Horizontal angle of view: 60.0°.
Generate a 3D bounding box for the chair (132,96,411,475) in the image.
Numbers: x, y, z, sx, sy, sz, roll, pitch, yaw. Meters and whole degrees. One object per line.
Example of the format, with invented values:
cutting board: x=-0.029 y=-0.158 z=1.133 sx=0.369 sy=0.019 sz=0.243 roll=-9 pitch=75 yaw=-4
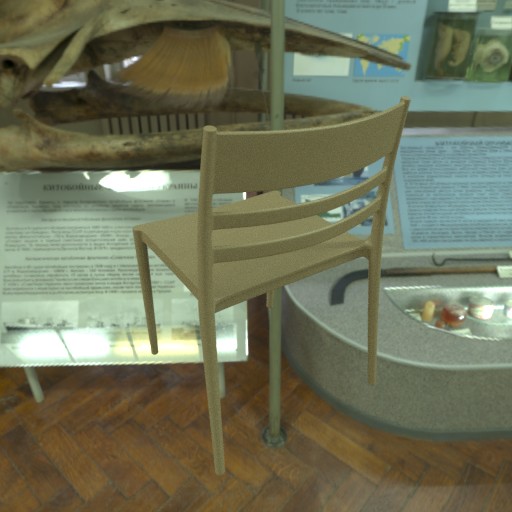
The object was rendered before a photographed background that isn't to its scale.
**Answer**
chair: x=0.000 y=0.000 z=1.140 sx=0.531 sy=0.800 sz=0.511 roll=-18 pitch=35 yaw=-29
